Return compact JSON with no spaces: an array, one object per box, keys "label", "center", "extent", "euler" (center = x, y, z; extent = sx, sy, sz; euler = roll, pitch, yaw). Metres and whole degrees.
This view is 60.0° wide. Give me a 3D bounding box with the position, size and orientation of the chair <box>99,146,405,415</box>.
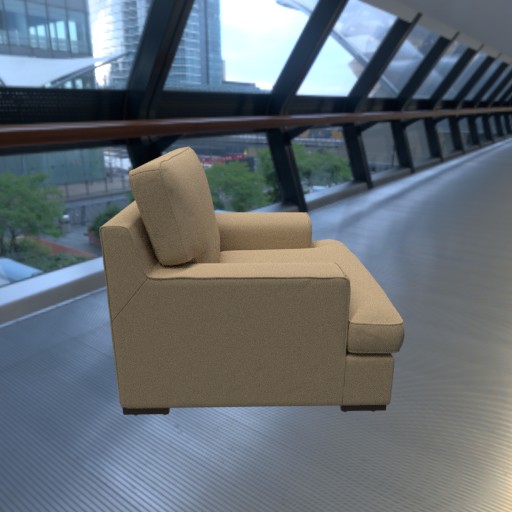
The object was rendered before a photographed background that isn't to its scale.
[{"label":"chair","center":[0.000,0.000,2.198],"extent":[1.274,1.005,1.293],"euler":[-3,18,-9]}]
